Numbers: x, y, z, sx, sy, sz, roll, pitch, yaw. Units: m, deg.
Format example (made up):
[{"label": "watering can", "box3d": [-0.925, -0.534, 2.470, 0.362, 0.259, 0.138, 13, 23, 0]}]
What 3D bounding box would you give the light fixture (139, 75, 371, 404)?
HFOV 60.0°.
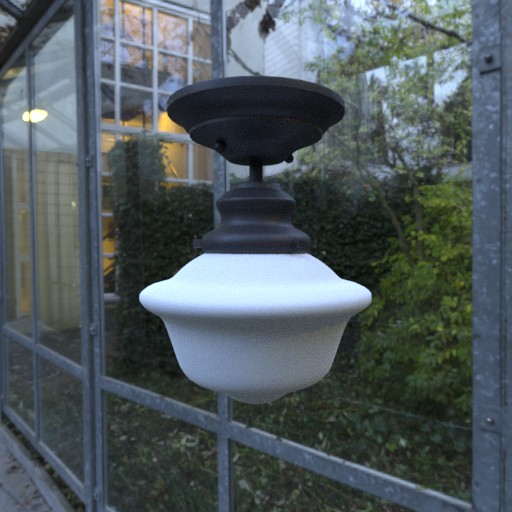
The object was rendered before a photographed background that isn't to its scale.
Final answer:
[{"label": "light fixture", "box3d": [0.000, 0.000, 0.386, 0.197, 0.254, 0.197, 0, 1, 0]}]
